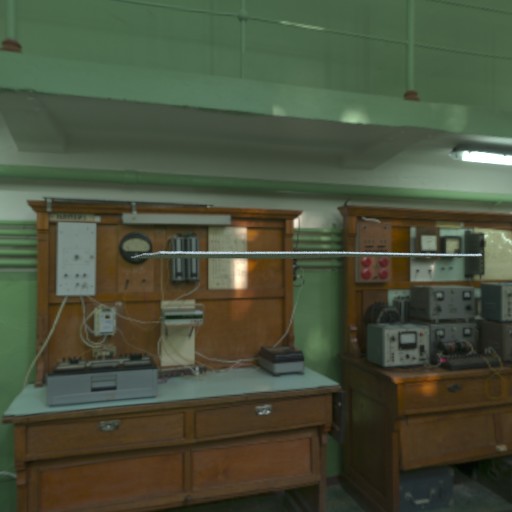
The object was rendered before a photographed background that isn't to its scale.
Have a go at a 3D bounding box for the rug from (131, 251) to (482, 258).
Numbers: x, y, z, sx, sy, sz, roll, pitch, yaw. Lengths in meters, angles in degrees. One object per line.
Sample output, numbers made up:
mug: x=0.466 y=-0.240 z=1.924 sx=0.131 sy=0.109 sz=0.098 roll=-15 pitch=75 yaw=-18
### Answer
rug: x=0.000 y=0.000 z=2.316 sx=1.179 sy=0.022 sz=1.820 roll=0 pitch=-1 yaw=-18
